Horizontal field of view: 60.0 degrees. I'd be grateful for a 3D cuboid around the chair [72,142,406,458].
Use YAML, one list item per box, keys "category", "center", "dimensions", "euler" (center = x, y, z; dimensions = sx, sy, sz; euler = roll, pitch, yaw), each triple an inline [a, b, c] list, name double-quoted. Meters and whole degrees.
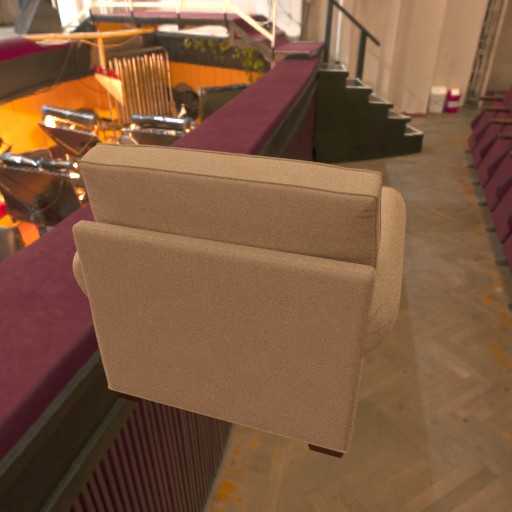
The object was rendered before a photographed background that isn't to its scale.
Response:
- category: "chair"
  center: [0.000, 0.000, 1.673]
  dimensions: [1.040, 0.955, 0.863]
  euler: [9, 32, 15]
